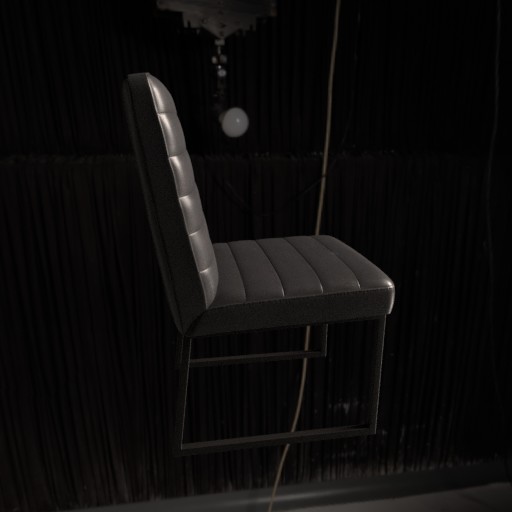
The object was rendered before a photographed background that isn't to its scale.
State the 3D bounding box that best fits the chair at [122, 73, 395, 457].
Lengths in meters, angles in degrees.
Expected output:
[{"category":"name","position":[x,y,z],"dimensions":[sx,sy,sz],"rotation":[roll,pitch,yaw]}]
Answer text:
[{"category":"chair","position":[0.000,0.000,1.278],"dimensions":[0.634,0.930,0.520],"rotation":[-3,16,-9]}]
